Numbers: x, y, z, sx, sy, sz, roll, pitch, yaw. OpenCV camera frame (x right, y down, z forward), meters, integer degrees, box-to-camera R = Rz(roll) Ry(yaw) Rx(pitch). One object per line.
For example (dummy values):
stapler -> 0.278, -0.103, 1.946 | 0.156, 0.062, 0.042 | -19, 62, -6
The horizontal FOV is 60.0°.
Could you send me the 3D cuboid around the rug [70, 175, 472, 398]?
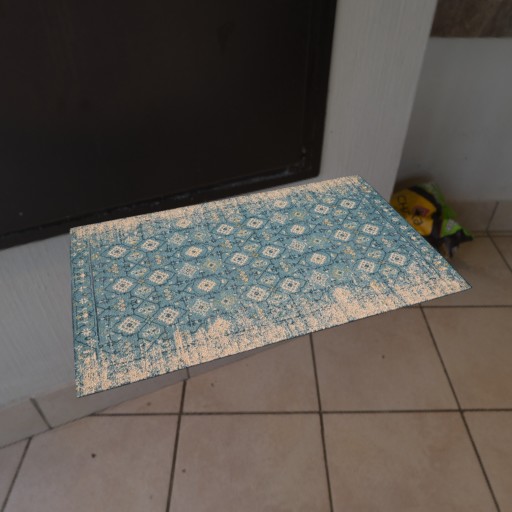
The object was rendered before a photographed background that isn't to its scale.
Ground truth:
rug -> 0.000, 0.000, 2.258 | 1.795, 0.008, 1.102 | -13, 42, -14
